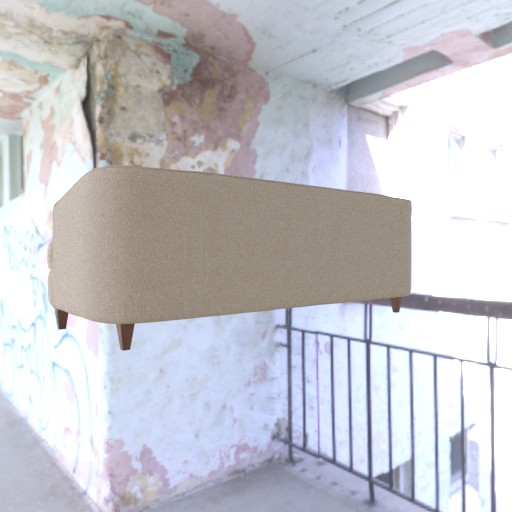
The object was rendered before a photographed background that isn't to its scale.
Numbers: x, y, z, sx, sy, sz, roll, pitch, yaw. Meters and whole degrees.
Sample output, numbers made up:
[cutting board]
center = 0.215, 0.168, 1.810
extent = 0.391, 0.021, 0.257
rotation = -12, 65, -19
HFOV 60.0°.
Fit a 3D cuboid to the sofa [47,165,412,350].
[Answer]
[sofa]
center = 0.000, 0.000, 2.751
extent = 2.235, 0.788, 0.913
rotation = 0, 1, -38
